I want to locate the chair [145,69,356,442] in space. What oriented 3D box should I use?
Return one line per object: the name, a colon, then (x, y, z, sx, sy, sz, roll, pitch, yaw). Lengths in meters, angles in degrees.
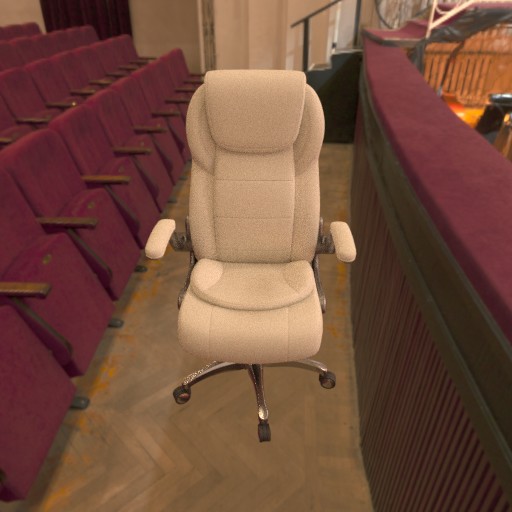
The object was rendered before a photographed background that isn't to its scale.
chair: (0.000, 0.000, 1.820, 0.755, 1.330, 0.806, 1, 31, 2)
